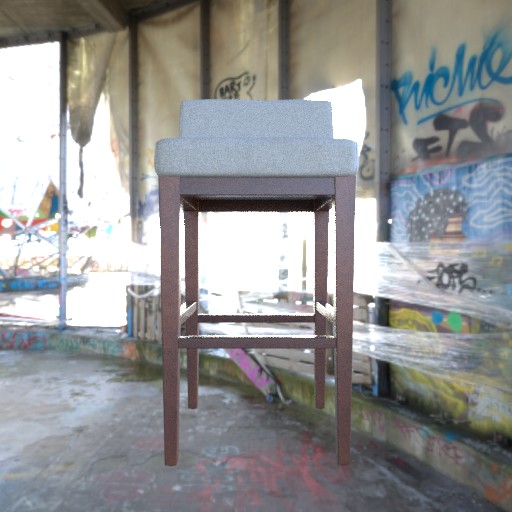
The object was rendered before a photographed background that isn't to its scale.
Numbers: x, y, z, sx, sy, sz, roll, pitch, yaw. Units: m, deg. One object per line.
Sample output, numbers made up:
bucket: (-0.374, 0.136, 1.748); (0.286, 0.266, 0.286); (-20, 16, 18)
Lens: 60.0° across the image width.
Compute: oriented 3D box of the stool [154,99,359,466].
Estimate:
stool: (0.000, 0.000, 1.311); (0.511, 1.037, 0.500); (0, 1, 0)
